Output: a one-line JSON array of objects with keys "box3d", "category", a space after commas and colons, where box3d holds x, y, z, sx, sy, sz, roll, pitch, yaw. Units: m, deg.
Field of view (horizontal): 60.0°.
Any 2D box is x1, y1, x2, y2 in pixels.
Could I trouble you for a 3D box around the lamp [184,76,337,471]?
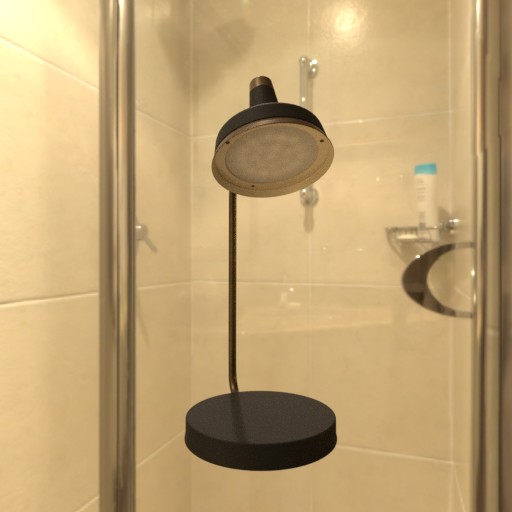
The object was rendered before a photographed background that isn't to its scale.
[{"box3d": [0.000, 0.000, 0.491, 0.162, 0.385, 0.218, 0, 0, -18], "category": "lamp"}]
